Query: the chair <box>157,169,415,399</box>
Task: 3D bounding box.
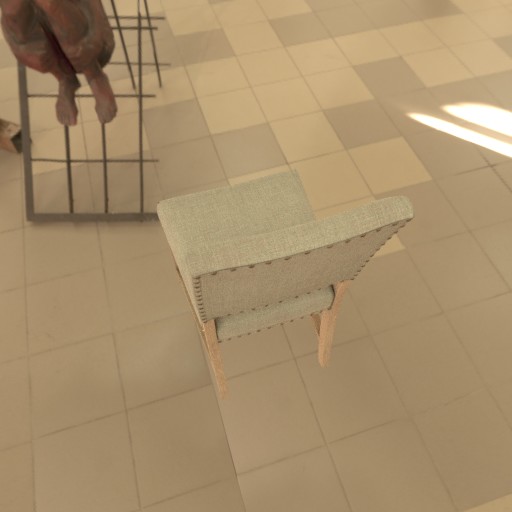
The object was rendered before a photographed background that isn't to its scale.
[{"bbox_3d":[0.000,0.000,1.345,0.508,0.986,0.622,-15,58,-10],"label":"chair"}]
